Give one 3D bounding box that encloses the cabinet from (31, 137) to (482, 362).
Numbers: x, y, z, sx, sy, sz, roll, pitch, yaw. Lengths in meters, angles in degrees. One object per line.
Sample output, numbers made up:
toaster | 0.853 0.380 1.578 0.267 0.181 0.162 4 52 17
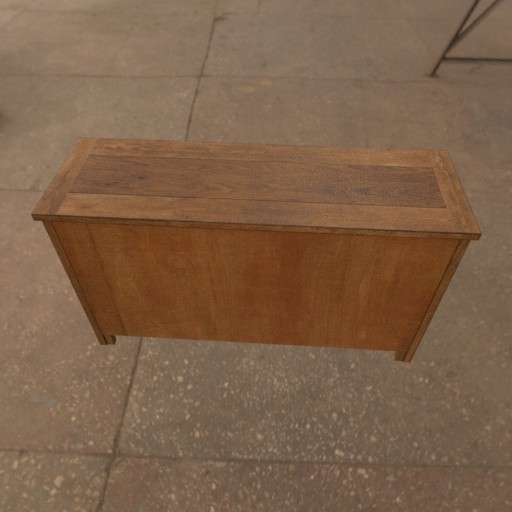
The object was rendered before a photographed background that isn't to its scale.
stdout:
cabinet | 0.000 0.000 1.904 1.474 0.813 0.480 3 47 3
